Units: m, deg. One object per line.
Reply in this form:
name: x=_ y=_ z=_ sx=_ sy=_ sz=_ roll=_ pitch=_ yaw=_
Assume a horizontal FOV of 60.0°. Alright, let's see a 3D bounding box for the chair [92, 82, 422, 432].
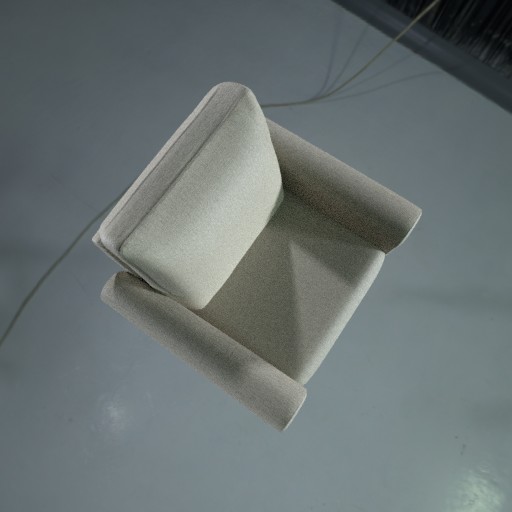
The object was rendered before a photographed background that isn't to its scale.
chair: x=0.000 y=0.000 z=2.315 sx=1.180 sy=1.349 sz=1.275 roll=34 pitch=78 yaw=8
